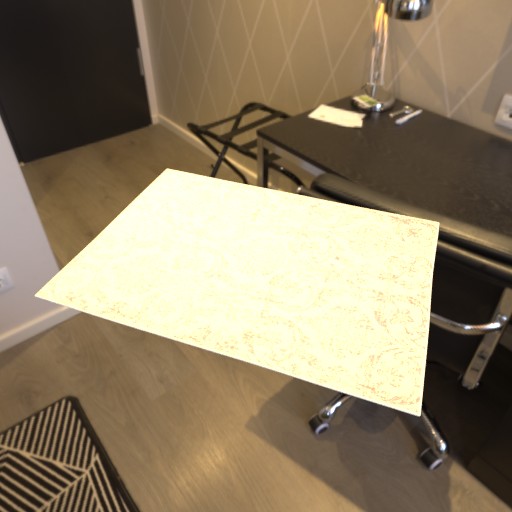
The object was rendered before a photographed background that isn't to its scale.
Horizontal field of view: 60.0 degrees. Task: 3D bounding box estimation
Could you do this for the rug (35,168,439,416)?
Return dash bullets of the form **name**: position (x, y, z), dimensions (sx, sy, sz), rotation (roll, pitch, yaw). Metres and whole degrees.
- **rug**: position (0.000, 0.000, 2.893), dimensions (2.202, 0.014, 1.598), rotation (14, 43, 15)
